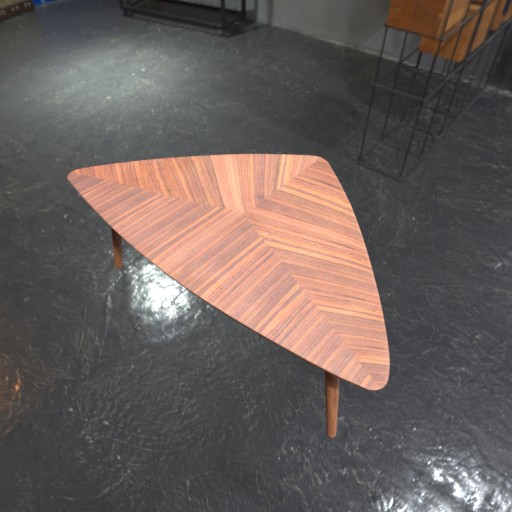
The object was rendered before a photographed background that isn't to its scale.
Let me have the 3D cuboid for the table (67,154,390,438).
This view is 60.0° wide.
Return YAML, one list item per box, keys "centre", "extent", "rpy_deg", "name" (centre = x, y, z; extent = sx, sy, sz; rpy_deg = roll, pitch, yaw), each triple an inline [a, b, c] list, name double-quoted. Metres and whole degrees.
- centre: [0.000, 0.000, 1.287]
  extent: [1.008, 0.365, 0.601]
  rpy_deg: [32, 55, 26]
  name: "table"
